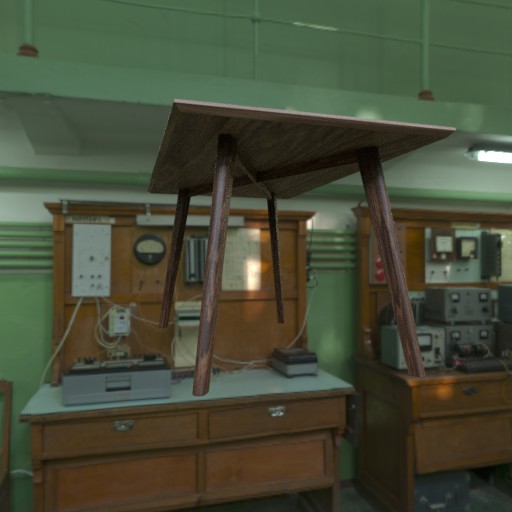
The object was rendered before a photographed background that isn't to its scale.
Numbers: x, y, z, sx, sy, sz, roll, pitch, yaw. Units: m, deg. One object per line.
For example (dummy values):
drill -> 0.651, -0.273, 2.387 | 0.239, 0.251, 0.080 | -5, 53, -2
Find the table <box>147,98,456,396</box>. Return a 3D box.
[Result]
table -> 0.000, 0.000, 1.802 | 0.801, 0.724, 1.349 | 0, -1, -16
